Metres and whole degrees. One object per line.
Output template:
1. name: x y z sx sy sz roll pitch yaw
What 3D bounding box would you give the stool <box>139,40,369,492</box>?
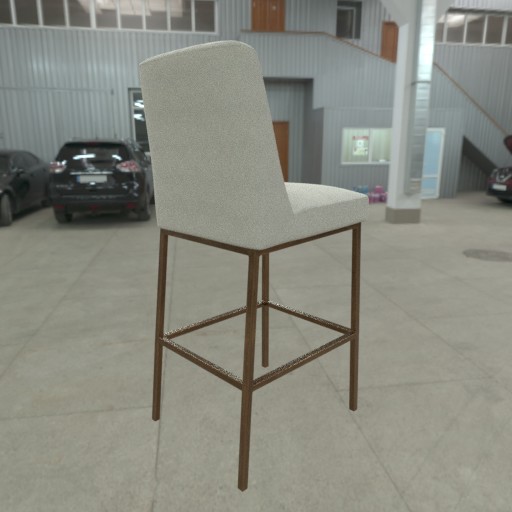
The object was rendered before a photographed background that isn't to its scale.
1. stool: 0.000 0.000 1.337 0.546 1.084 0.462 -13 20 -43
